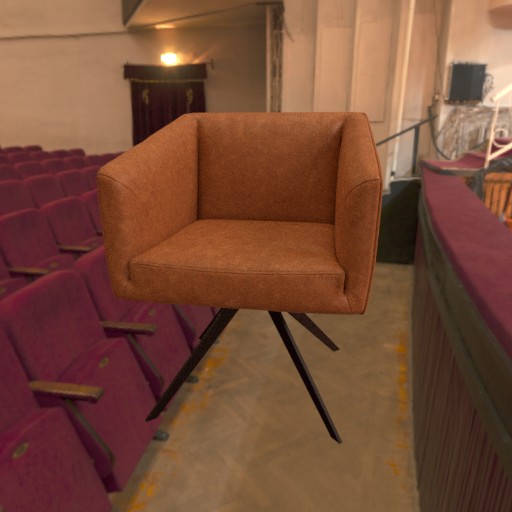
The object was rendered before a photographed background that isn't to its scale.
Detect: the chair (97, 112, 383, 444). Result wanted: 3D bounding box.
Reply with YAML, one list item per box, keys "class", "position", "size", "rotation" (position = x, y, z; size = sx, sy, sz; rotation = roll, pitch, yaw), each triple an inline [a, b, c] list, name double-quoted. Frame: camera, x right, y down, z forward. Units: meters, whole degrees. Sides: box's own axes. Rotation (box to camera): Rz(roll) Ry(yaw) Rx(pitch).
- class: "chair"
  position: [0.000, 0.000, 1.199]
  size: [0.588, 0.760, 0.625]
  rotation: [3, 16, 9]
